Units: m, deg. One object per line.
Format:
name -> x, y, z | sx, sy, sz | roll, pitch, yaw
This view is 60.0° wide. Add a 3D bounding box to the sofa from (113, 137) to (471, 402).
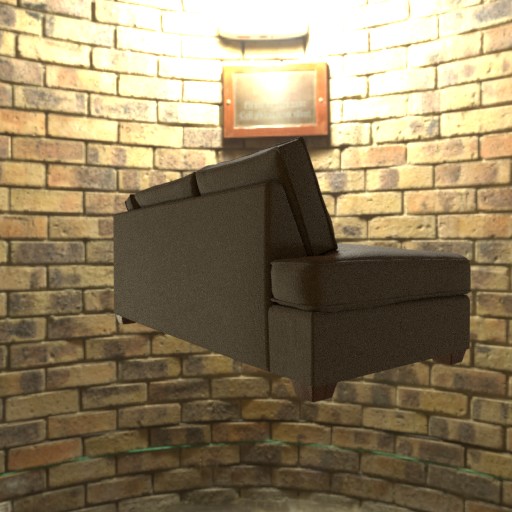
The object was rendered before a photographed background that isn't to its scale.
sofa -> 0.000, 0.000, 2.760 | 1.110, 1.033, 2.237 | -1, 1, -35
